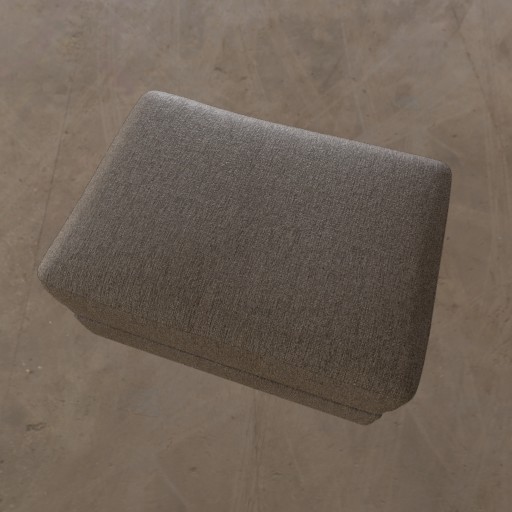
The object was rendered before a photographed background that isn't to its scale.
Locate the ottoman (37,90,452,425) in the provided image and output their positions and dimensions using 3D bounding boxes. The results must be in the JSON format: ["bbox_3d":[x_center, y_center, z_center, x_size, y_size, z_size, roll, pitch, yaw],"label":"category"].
[{"bbox_3d":[0.000,0.000,1.219,0.885,0.478,0.637,16,65,8],"label":"ottoman"}]
